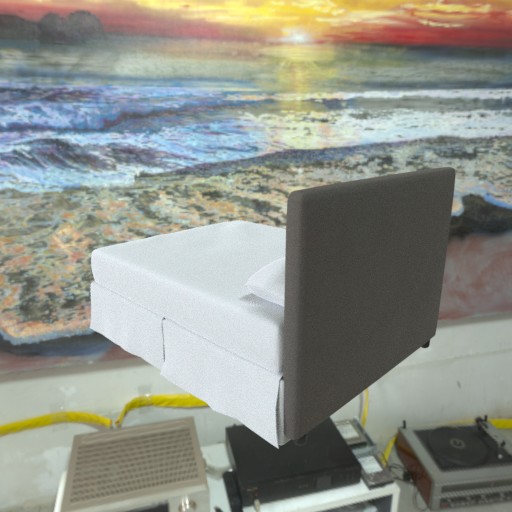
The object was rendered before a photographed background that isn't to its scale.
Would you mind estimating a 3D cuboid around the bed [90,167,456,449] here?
[{"bbox_3d":[0.000,0.000,3.274,2.142,1.330,1.723,16,22,42],"label":"bed"}]
